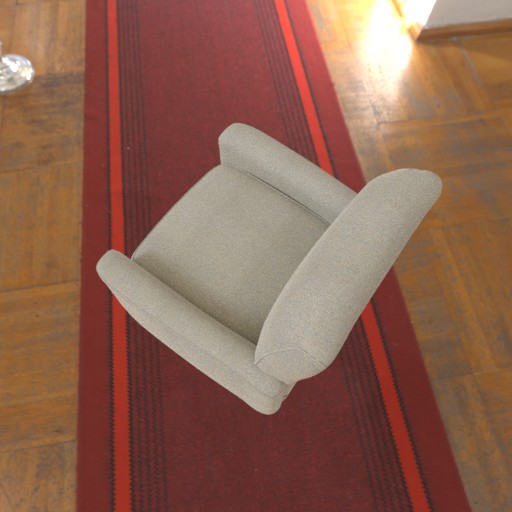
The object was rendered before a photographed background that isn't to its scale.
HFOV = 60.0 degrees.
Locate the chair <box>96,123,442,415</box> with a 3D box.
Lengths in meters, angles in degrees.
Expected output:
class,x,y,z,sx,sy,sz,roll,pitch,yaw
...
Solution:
class,x,y,z,sx,sy,sz,roll,pitch,yaw
chair,0.000,0.000,1.630,0.853,1.006,0.850,33,69,15
